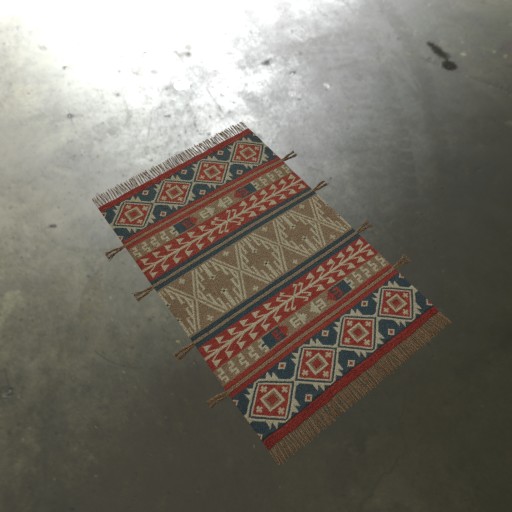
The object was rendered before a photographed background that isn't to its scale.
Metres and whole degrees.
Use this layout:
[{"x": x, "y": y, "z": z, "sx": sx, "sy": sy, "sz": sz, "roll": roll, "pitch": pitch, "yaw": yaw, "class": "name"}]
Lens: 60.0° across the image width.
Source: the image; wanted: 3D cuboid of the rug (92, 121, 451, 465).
[{"x": 0.000, "y": 0.000, "z": 3.269, "sx": 1.778, "sy": 0.048, "sz": 2.450, "roll": -33, "pitch": 64, "yaw": -18, "class": "rug"}]
